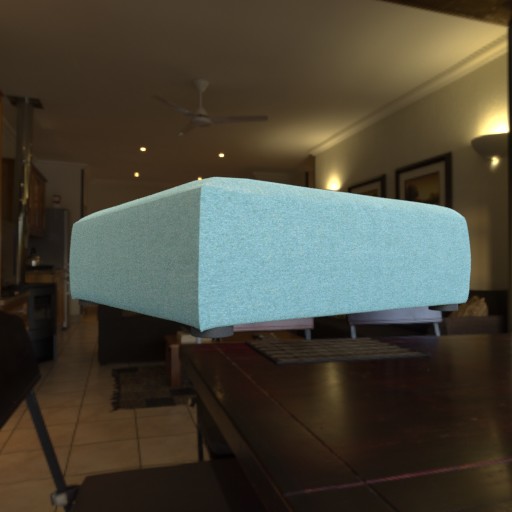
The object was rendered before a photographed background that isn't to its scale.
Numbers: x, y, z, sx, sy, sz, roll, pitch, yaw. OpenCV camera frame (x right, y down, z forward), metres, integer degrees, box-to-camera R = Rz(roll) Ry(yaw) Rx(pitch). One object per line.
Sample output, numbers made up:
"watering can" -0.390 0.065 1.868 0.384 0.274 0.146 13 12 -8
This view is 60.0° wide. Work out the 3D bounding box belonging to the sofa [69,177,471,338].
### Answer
"sofa" 0.000 0.000 1.442 0.930 0.330 0.930 1 -1 -36
